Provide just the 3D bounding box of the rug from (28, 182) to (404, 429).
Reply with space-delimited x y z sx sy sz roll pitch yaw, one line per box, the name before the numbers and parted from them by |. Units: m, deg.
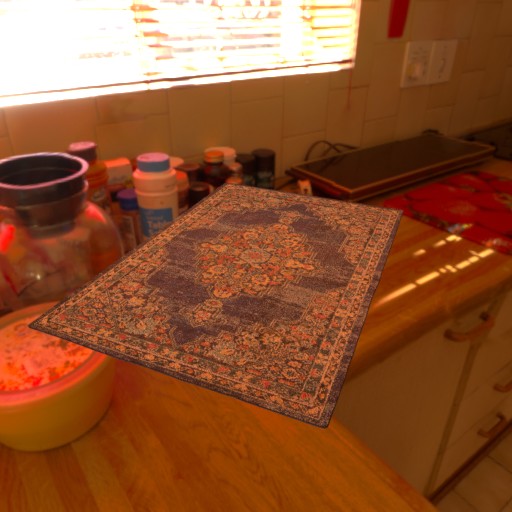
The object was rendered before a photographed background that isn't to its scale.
rug | 0.000 0.000 3.741 2.053 0.011 2.940 12 32 20
